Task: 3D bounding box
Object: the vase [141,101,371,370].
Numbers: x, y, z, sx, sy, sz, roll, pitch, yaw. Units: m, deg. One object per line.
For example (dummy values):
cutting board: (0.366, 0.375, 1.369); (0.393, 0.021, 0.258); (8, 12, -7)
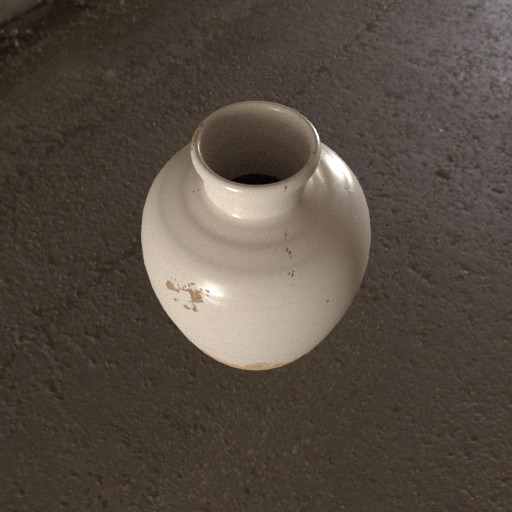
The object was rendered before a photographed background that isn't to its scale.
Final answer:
vase: (0.000, 0.000, 0.335); (0.158, 0.228, 0.158); (0, 57, 0)
